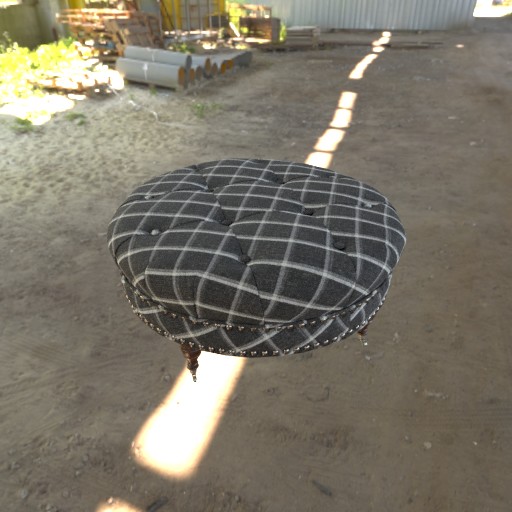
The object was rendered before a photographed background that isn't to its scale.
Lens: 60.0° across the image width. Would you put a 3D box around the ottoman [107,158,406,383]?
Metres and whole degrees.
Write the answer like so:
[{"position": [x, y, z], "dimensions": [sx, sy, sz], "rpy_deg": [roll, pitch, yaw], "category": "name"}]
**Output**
[{"position": [0.000, 0.000, 1.447], "dimensions": [0.901, 0.439, 0.901], "rpy_deg": [0, 30, 0], "category": "ottoman"}]
